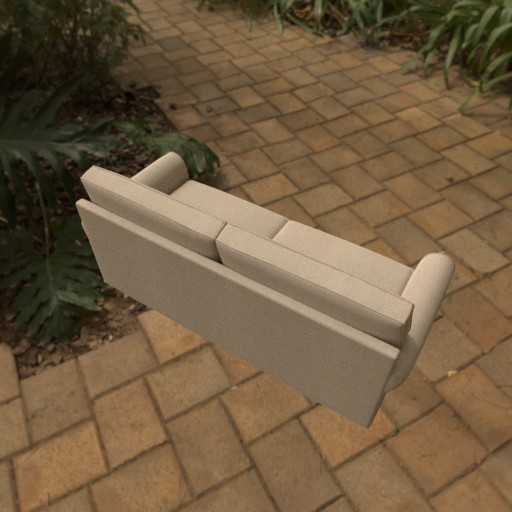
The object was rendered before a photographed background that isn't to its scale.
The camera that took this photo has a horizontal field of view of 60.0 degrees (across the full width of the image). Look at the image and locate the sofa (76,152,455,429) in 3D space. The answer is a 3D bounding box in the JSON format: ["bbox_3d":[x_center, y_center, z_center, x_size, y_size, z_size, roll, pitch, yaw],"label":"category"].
[{"bbox_3d":[0.000,0.000,2.736,2.146,0.962,0.901,24,50,22],"label":"sofa"}]
